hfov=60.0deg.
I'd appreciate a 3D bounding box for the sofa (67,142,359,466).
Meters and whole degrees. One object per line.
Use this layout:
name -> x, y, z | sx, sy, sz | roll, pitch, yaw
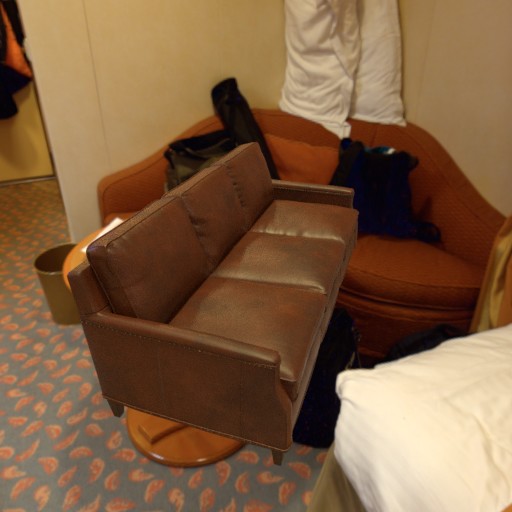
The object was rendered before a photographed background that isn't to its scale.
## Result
sofa -> 0.000, 0.000, 2.891 | 1.084, 1.003, 2.240 | 9, 29, 17
